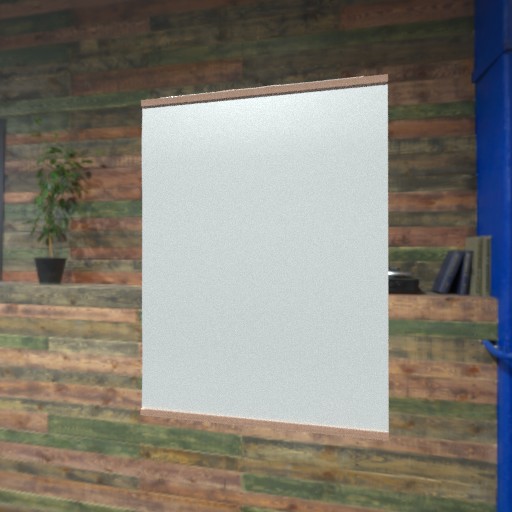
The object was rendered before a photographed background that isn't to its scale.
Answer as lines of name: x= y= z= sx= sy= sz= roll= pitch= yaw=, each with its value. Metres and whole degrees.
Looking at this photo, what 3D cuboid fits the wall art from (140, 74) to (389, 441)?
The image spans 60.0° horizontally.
wall art: x=0.000 y=0.000 z=1.325 sx=0.758 sy=1.013 sz=0.020 roll=0 pitch=-1 yaw=15
